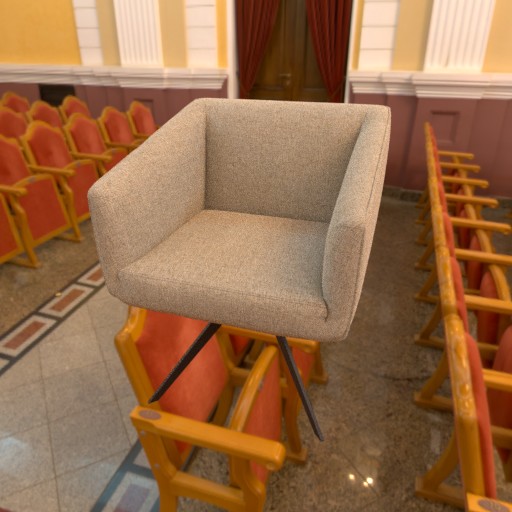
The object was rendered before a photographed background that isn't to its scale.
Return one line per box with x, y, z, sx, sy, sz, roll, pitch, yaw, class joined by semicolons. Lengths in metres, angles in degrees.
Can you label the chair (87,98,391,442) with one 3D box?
0.000;0.000;1.251;0.628;0.760;0.623;8;27;16;chair
